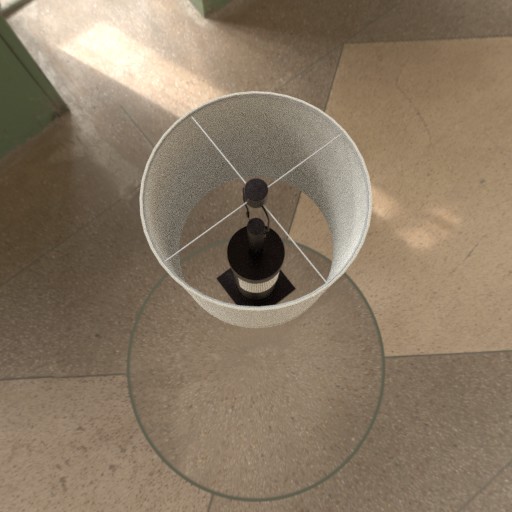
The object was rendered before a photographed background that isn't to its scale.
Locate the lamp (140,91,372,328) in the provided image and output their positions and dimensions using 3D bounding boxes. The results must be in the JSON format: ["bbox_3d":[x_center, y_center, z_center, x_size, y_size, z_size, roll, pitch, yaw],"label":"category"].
[{"bbox_3d":[0.000,0.000,0.635,0.211,0.509,0.211,-37,79,-8],"label":"lamp"}]
